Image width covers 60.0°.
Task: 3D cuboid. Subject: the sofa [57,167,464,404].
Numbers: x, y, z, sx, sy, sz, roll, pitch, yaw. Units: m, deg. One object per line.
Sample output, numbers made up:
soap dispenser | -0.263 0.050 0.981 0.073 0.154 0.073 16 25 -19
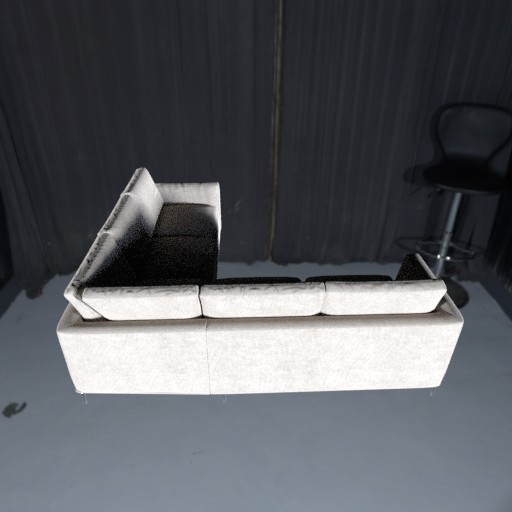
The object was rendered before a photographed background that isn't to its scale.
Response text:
sofa | 0.000 0.000 3.712 2.438 0.864 2.438 -1 30 -2
